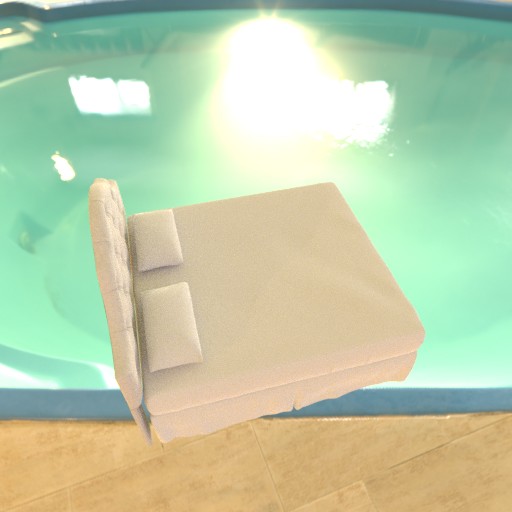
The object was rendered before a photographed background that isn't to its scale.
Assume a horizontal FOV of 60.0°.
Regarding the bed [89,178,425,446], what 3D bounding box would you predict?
[{"bbox_3d":[0.000,0.000,3.606,2.214,1.615,2.008,-11,48,-10],"label":"bed"}]
